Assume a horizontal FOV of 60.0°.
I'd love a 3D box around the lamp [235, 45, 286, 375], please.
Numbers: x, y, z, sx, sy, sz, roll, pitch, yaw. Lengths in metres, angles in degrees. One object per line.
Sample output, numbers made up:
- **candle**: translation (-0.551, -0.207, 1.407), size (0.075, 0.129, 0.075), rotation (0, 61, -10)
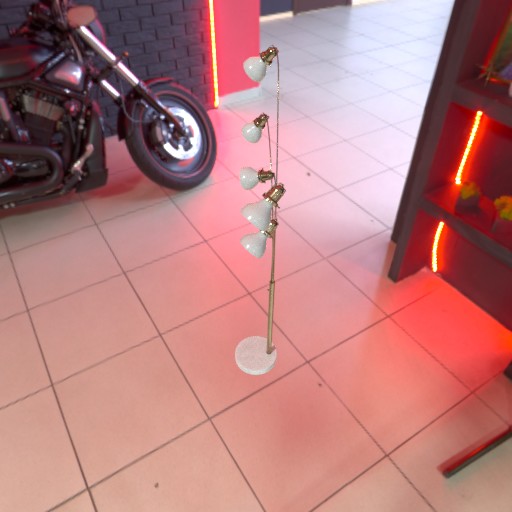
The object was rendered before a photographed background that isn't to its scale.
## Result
- **lamp**: translation (0.000, 0.000, 3.015), size (0.361, 2.423, 1.405), rotation (0, 42, 0)
